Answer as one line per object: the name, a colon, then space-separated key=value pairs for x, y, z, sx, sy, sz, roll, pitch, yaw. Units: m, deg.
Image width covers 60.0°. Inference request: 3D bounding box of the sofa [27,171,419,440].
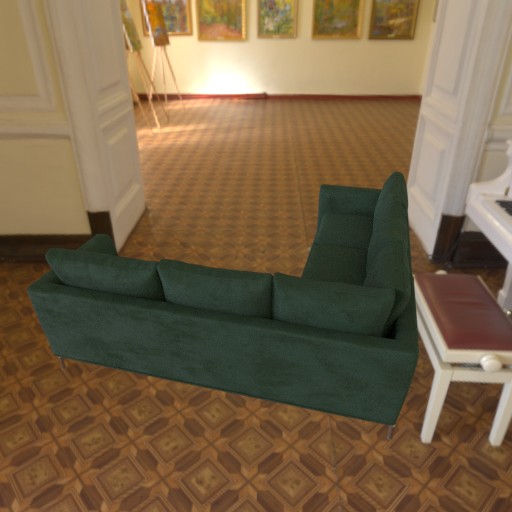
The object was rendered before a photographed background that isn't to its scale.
sofa: x=0.000 y=0.000 z=3.756 sx=2.452 sy=1.004 sz=2.468 roll=8 pitch=30 yaw=13
